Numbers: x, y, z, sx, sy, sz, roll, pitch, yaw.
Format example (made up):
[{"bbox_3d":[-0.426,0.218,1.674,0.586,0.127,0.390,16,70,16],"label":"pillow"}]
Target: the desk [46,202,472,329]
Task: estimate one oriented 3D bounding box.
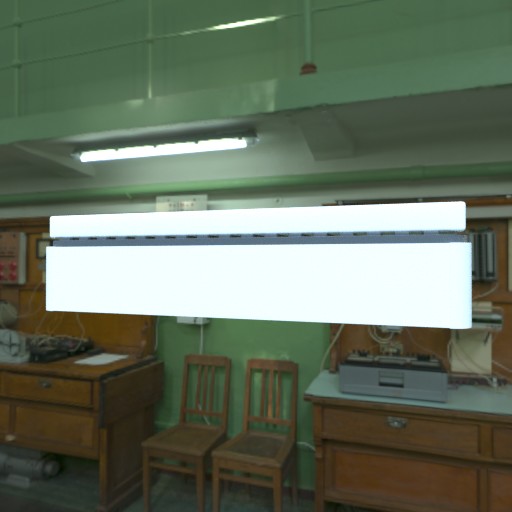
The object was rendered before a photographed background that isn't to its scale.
[{"bbox_3d":[0.000,0.000,2.274,1.900,0.526,0.900,0,0,18],"label":"desk"}]
